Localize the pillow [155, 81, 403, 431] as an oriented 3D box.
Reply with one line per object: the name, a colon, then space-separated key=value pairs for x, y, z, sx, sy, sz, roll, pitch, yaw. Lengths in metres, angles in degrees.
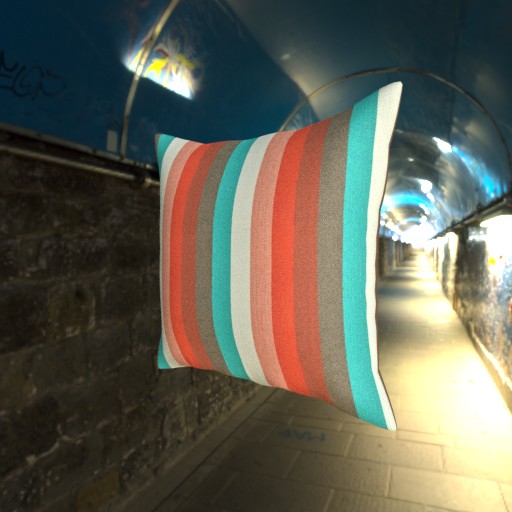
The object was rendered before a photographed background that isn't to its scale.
pillow: x=0.000 y=0.000 z=0.693 sx=0.453 sy=0.443 sz=0.168 roll=1 pitch=2 yaw=36
